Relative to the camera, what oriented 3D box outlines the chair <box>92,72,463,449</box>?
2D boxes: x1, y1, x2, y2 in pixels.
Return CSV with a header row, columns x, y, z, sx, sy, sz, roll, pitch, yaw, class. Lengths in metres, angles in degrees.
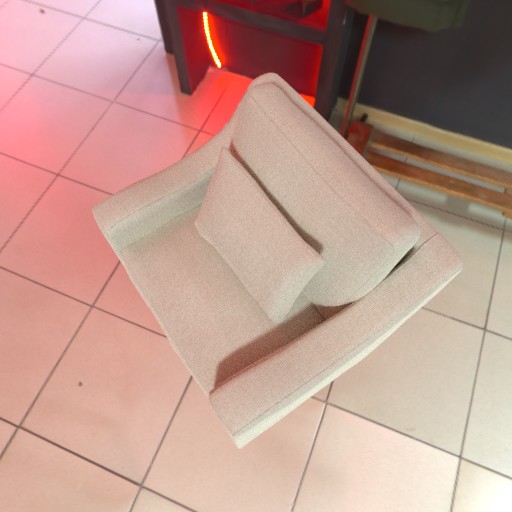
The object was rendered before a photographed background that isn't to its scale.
x,y,z,sx,sy,sz,roll,pitch,yaw,class
0.000,0.000,1.934,1.009,1.016,1.178,-32,68,-15,chair
